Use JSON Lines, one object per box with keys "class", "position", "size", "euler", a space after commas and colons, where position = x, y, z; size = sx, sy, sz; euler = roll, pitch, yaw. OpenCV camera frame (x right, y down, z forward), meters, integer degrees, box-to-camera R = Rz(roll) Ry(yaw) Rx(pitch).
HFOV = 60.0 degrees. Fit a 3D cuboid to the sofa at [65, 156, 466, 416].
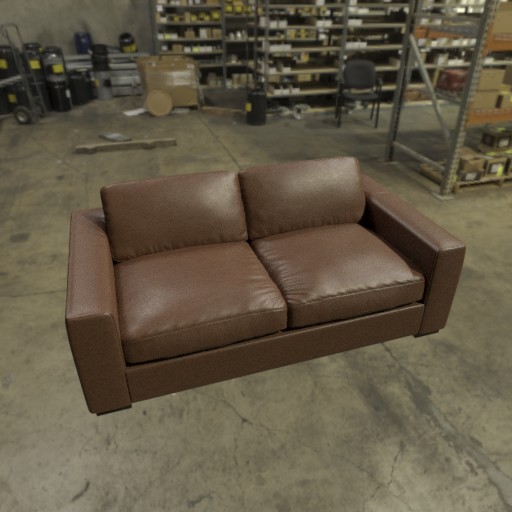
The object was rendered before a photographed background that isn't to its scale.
{"class": "sofa", "position": [0.000, 0.000, 2.466], "size": [1.920, 0.800, 1.070], "euler": [-10, 33, -15]}
